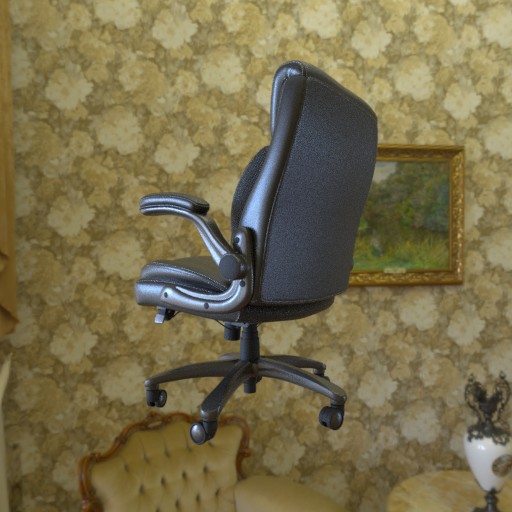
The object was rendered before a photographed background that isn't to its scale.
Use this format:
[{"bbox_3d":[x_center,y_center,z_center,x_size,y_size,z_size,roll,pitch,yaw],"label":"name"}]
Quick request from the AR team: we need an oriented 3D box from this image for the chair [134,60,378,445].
[{"bbox_3d":[0.000,0.000,1.600,0.724,1.110,0.782,0,0,36],"label":"chair"}]
